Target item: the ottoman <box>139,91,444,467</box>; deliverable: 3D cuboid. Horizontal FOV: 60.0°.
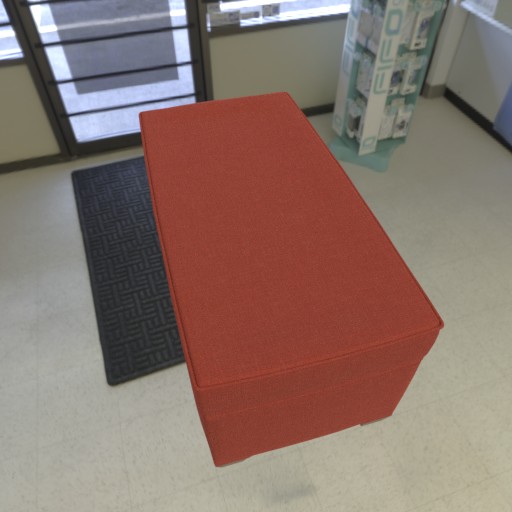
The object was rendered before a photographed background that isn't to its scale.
[{"bbox_3d":[0.000,0.000,1.231,0.497,0.454,0.948,-12,49,-11],"label":"ottoman"}]
